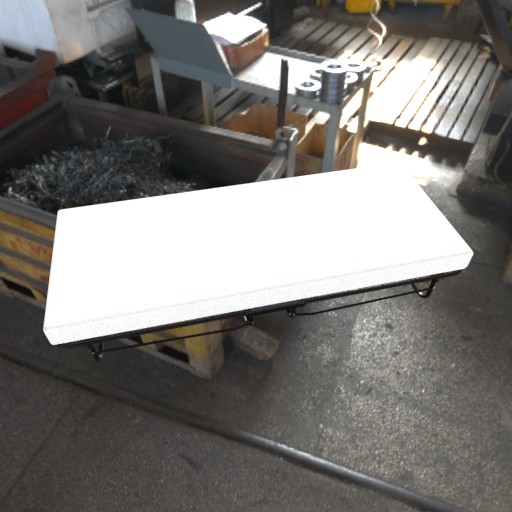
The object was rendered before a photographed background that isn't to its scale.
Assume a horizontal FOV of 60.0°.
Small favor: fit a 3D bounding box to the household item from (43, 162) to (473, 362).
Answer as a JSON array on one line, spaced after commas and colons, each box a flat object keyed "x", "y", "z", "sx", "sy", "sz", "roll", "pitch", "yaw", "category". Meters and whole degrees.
[{"x": 0.000, "y": 0.000, "z": 2.224, "sx": 1.905, "sy": 0.356, "sz": 0.787, "roll": -9, "pitch": 46, "yaw": -9, "category": "household item"}]
